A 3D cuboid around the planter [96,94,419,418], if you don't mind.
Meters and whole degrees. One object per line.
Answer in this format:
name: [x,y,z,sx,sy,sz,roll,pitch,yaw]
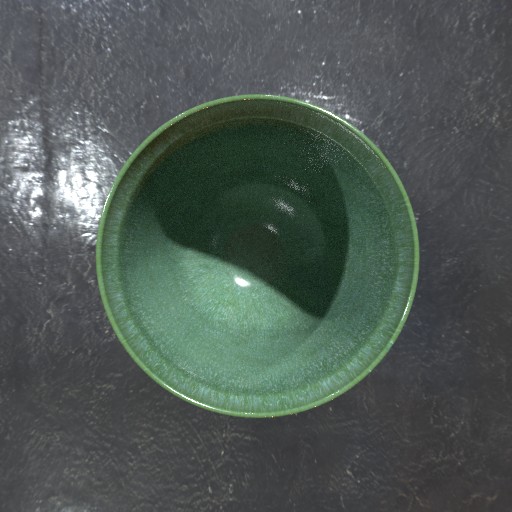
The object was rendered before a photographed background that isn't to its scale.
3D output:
planter: [0.000,0.000,0.372,0.195,0.214,0.195,0,90,-1]
